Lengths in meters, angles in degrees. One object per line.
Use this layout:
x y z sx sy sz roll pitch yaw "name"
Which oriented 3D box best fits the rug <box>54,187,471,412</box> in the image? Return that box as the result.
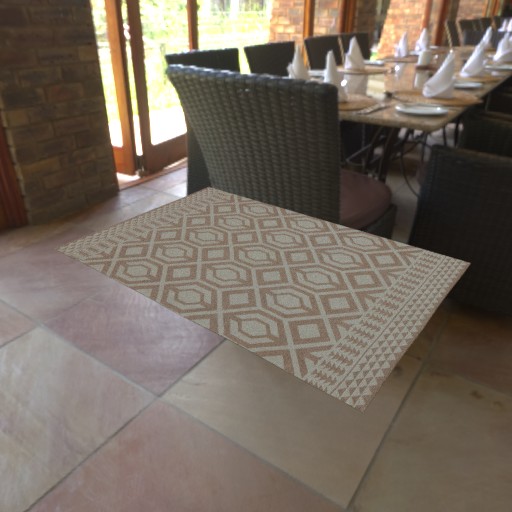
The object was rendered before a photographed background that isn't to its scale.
0.000 0.000 2.335 1.829 0.008 1.219 21 35 33 "rug"
